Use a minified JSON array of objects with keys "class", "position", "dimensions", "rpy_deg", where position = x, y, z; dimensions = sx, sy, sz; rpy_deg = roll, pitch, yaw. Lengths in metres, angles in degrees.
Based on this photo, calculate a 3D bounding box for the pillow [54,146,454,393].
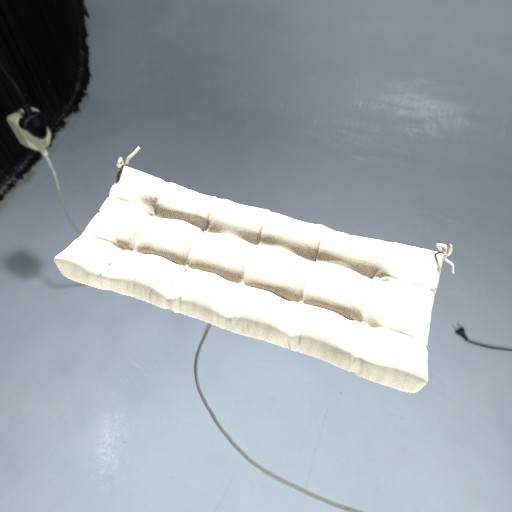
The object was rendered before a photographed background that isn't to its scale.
[{"class":"pillow","position":[0.000,0.000,1.384],"dimensions":[1.194,0.174,0.511],"rpy_deg":[17,59,11]}]
